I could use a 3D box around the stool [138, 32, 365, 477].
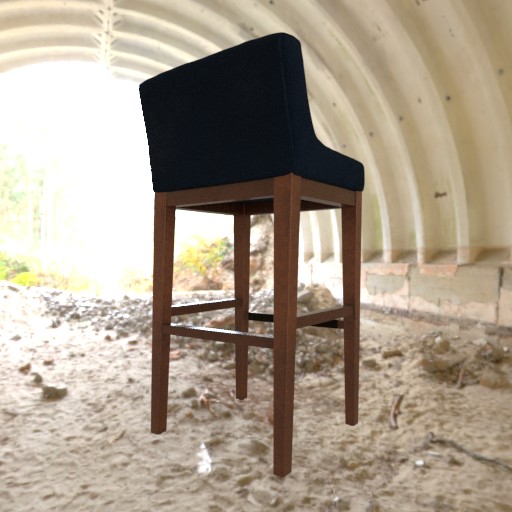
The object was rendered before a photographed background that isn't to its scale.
[{"bbox_3d":[0.000,0.000,1.323,0.511,1.037,0.500,-1,-1,36],"label":"stool"}]
